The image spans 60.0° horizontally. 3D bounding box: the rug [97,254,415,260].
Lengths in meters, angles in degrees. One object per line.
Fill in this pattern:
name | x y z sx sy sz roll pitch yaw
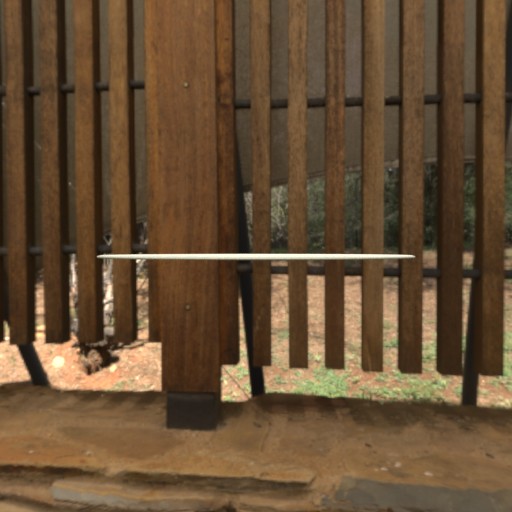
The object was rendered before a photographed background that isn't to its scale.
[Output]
rug | 0.000 0.000 2.355 1.593 0.012 1.593 0 1 0
